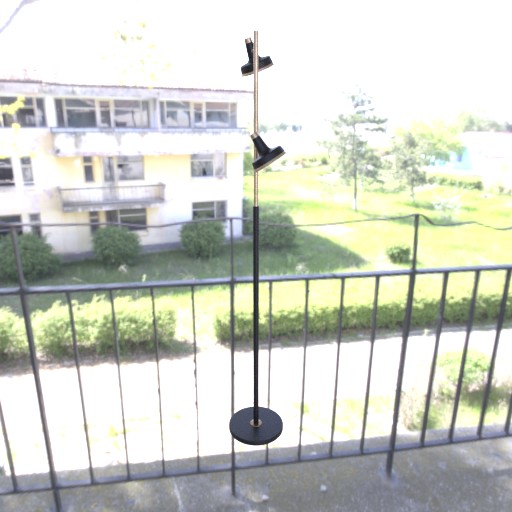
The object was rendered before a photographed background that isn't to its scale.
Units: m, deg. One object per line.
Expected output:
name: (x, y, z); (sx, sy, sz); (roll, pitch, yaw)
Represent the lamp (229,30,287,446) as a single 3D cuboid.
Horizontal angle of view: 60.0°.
lamp: (0.000, 0.000, 1.822); (0.253, 1.674, 0.351); (-3, 18, -9)
